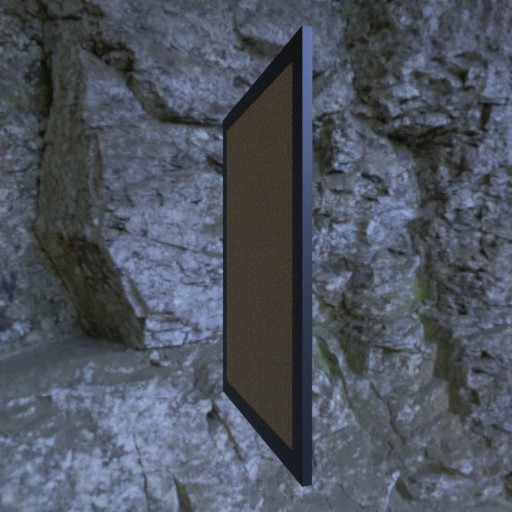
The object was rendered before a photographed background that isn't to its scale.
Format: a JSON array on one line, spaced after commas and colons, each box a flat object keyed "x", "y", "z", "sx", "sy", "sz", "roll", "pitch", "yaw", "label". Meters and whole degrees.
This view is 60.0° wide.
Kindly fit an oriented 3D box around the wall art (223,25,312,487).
[{"x": 0.000, "y": 0.000, "z": 0.694, "sx": 0.013, "sy": 0.534, "sz": 0.381, "roll": 0, "pitch": 0, "yaw": -18, "label": "wall art"}]
